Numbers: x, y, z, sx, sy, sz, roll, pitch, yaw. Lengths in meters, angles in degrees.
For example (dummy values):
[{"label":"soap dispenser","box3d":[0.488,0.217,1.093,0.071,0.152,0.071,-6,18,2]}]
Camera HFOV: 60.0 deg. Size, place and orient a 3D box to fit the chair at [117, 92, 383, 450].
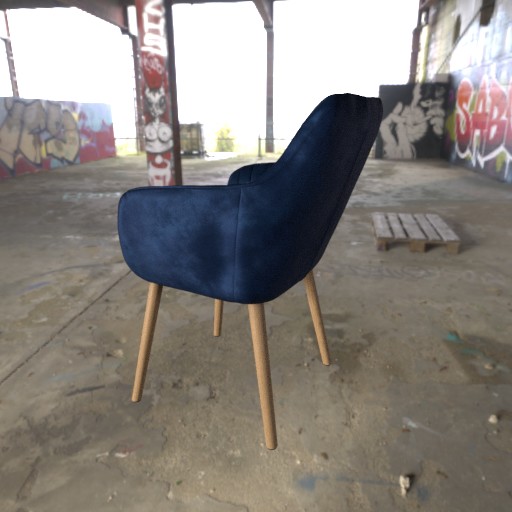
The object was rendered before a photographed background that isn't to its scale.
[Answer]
[{"label":"chair","box3d":[0.000,0.000,1.222,0.573,0.826,0.578,9,20,26]}]
